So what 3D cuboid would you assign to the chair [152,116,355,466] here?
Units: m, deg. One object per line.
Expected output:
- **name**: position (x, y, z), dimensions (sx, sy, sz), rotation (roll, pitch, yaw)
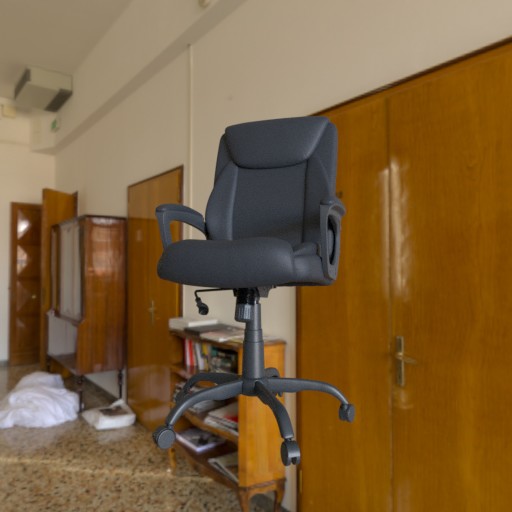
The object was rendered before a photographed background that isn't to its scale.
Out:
- **chair**: position (0.000, 0.000, 1.458), dimensions (0.615, 1.072, 0.655), rotation (0, -2, 17)
